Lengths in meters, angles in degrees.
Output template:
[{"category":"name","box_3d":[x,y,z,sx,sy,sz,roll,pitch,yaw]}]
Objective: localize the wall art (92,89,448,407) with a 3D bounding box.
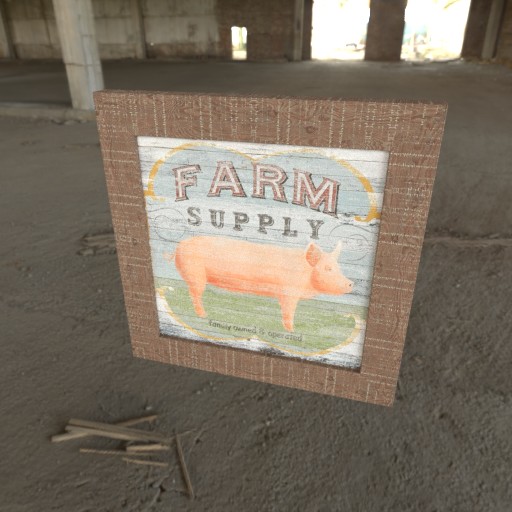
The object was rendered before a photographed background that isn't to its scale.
[{"category":"wall art","box_3d":[0.000,0.000,0.777,0.531,0.531,0.040,7,27,14]}]
